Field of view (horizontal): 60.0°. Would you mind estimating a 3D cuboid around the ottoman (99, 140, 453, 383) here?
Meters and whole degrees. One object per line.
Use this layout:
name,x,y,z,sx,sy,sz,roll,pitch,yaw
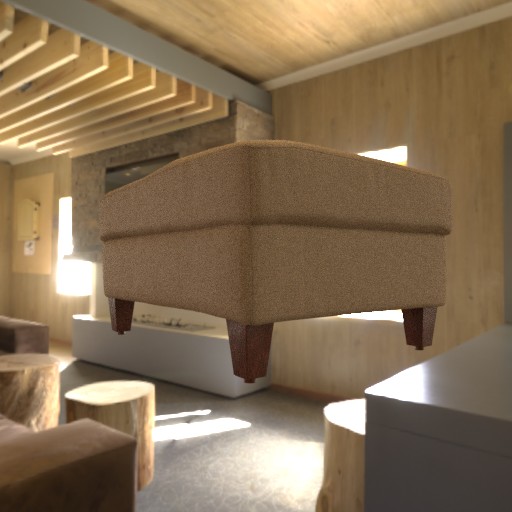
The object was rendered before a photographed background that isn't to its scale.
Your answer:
ottoman,0.000,0.000,1.335,0.692,0.511,0.902,1,-1,-36
